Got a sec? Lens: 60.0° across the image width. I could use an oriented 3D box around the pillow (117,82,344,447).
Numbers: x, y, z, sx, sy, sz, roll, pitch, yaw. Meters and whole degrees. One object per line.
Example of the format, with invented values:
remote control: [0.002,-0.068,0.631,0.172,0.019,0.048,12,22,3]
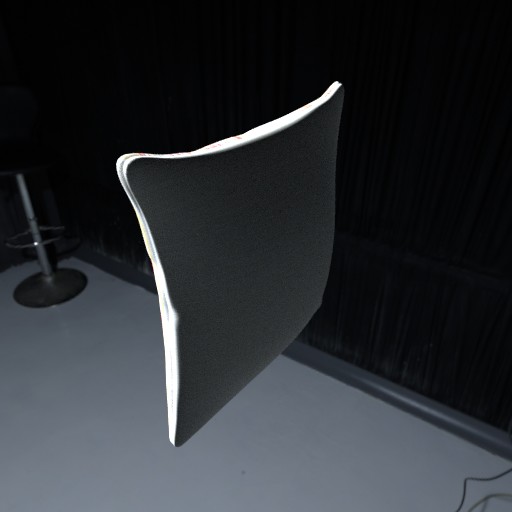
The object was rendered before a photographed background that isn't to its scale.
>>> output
pillow: [0.000,0.000,0.687,0.191,0.449,0.451,21,37,30]
